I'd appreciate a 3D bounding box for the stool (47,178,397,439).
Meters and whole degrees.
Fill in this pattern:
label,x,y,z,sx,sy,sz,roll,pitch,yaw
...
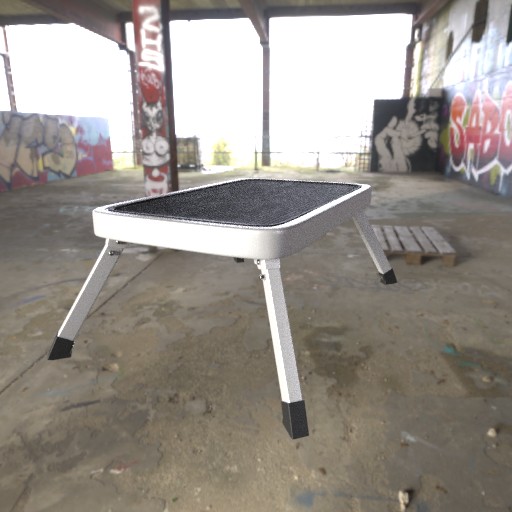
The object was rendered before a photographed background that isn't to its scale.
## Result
label,x,y,z,sx,sy,sz,roll,pitch,yaw
stool,0.000,0.000,0.613,0.320,0.170,0.460,8,18,25
